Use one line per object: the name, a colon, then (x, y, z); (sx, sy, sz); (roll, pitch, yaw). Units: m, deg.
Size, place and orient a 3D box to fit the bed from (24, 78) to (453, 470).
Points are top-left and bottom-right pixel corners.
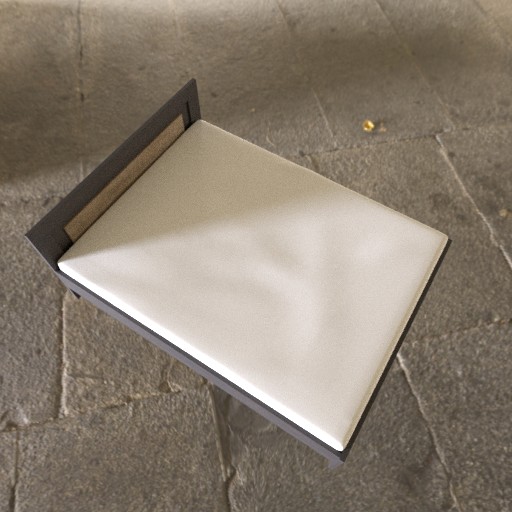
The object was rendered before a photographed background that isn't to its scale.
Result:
bed: (0.000, 0.000, 2.884); (2.073, 0.823, 1.585); (29, 64, 16)
